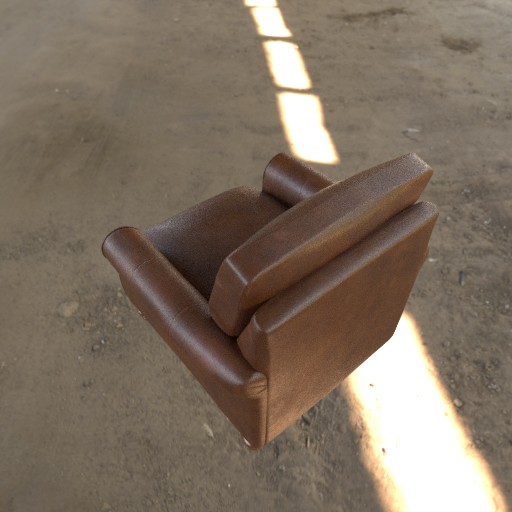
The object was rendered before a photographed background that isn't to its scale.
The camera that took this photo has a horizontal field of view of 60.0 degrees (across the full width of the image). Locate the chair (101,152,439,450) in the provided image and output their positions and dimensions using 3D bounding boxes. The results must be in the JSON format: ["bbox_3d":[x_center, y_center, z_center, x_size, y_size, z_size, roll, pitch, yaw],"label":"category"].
[{"bbox_3d":[0.000,0.000,1.777,0.989,0.972,0.992,-30,52,-27],"label":"chair"}]
